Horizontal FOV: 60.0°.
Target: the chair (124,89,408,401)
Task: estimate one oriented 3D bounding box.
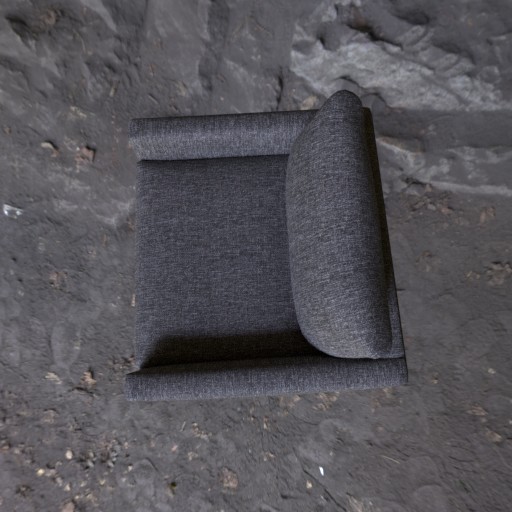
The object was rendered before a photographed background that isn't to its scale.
[{"bbox_3d":[0.000,0.000,1.603,0.866,0.861,0.963,-3,76,-1],"label":"chair"}]
